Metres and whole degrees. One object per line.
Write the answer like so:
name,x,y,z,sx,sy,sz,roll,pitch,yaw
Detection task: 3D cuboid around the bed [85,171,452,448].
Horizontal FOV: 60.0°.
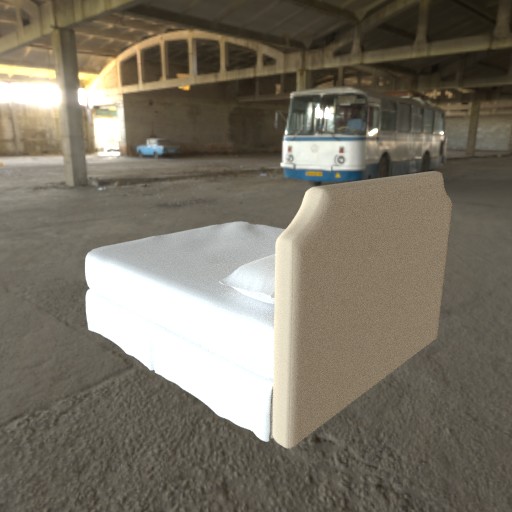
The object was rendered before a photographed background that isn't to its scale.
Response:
bed,0.000,0.000,3.920,2.548,1.524,2.134,14,21,42
